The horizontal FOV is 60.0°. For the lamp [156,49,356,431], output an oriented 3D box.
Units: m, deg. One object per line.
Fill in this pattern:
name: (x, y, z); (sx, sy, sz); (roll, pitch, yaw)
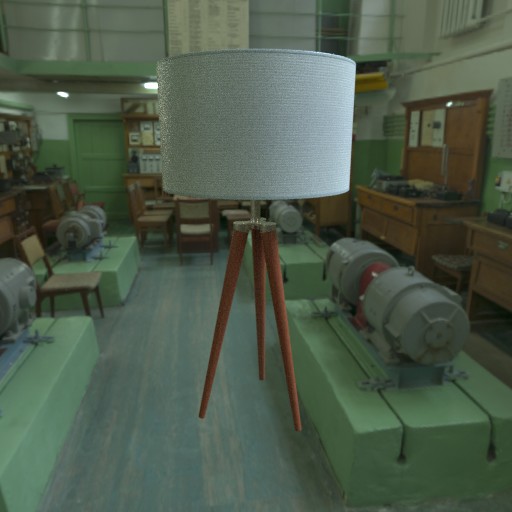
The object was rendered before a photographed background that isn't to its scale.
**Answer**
lamp: (0.000, 0.000, 0.896); (0.354, 0.709, 0.355); (-3, 15, -9)
